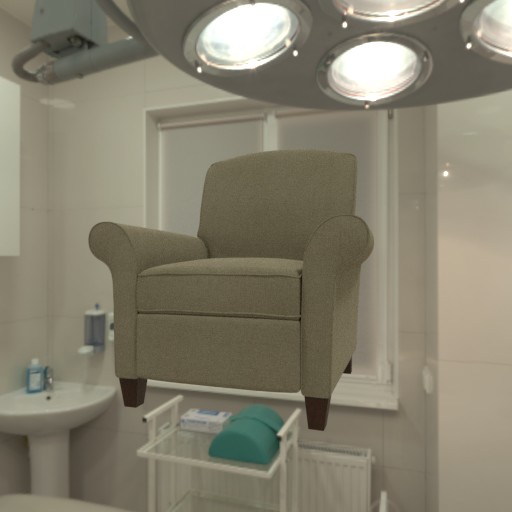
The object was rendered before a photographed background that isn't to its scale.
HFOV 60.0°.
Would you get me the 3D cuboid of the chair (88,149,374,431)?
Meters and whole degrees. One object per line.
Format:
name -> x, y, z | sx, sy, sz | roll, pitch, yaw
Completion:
chair -> 0.000, 0.000, 1.839 | 0.978, 1.061, 0.905 | 0, 0, 18
